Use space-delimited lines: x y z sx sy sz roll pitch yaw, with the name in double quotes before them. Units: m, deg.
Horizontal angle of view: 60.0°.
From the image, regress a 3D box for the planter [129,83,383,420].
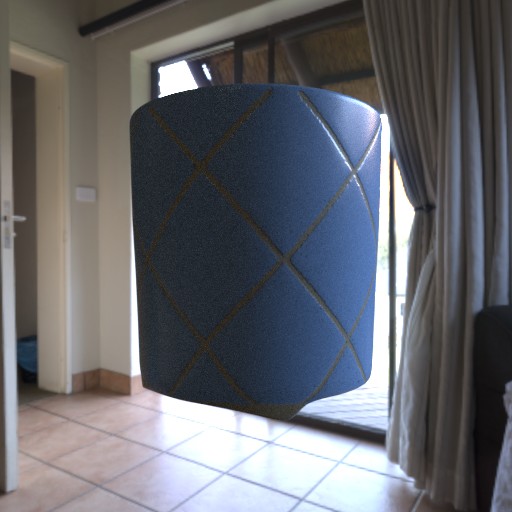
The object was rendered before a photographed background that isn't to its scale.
"planter" 0.000 0.000 0.413 0.227 0.235 0.227 0 0 0
